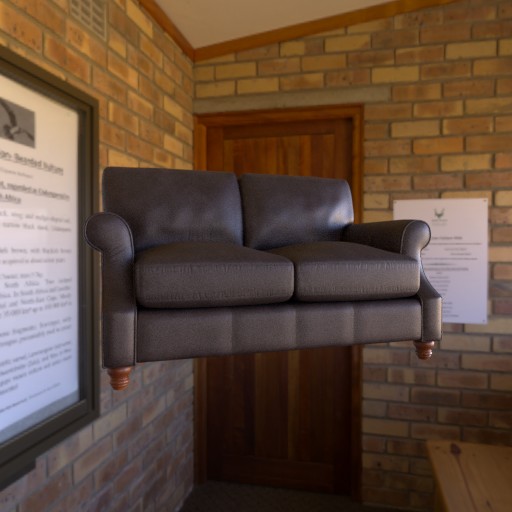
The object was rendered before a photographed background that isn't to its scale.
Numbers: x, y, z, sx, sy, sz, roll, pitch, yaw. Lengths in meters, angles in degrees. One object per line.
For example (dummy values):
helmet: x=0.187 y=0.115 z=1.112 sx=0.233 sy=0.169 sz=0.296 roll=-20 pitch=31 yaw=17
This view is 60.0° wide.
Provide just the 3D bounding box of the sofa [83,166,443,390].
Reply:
sofa: x=0.000 y=0.000 z=2.314 sx=1.663 sy=0.979 sz=1.030 roll=0 pitch=1 yaw=-19
